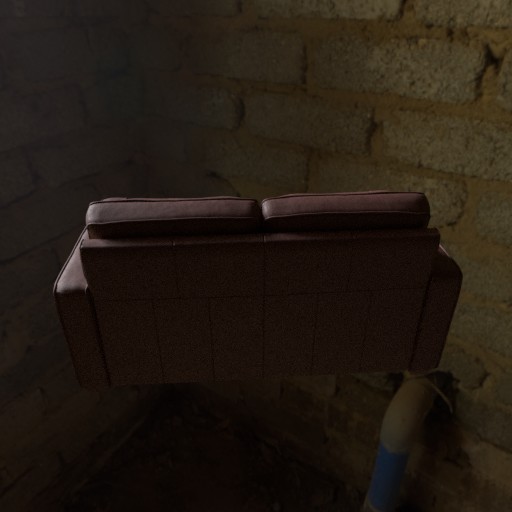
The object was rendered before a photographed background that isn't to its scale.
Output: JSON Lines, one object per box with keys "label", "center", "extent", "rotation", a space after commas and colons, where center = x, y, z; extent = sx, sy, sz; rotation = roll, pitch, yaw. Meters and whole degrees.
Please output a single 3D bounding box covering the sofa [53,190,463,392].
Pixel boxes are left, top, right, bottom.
{"label": "sofa", "center": [0.000, 0.000, 2.264], "extent": [1.709, 0.918, 0.947], "rotation": [-2, 31, -3]}
